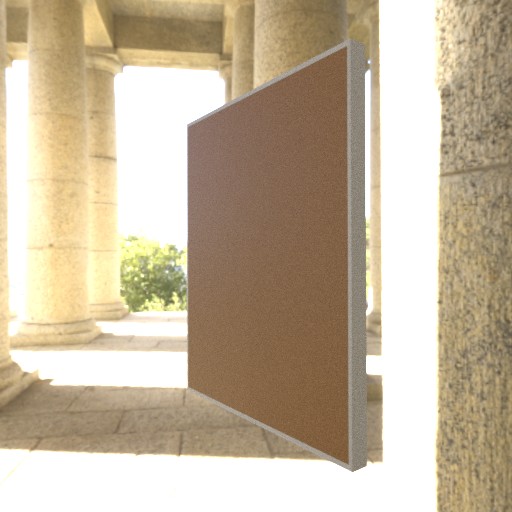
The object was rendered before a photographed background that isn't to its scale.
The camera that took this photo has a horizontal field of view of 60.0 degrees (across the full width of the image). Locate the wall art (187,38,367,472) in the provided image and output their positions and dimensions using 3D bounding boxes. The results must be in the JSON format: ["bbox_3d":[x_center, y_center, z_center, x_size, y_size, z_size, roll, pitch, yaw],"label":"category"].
[{"bbox_3d":[0.000,0.000,0.746,0.030,0.549,0.443,0,-1,-37],"label":"wall art"}]
